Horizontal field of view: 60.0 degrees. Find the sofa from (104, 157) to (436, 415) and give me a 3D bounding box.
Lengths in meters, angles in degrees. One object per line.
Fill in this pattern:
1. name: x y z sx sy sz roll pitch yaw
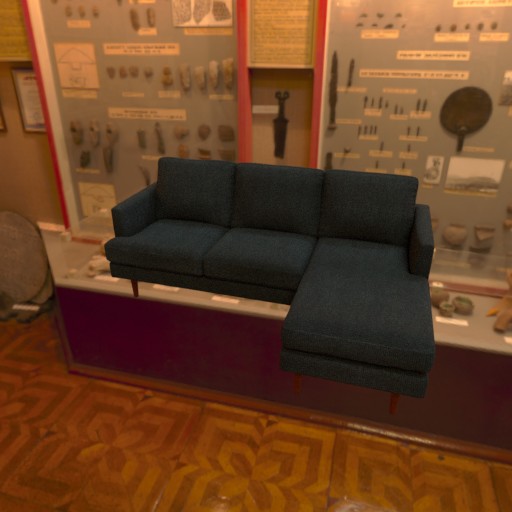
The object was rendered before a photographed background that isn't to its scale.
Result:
1. sofa: 0.000 0.000 3.010 2.233 0.956 1.504 8 28 15
